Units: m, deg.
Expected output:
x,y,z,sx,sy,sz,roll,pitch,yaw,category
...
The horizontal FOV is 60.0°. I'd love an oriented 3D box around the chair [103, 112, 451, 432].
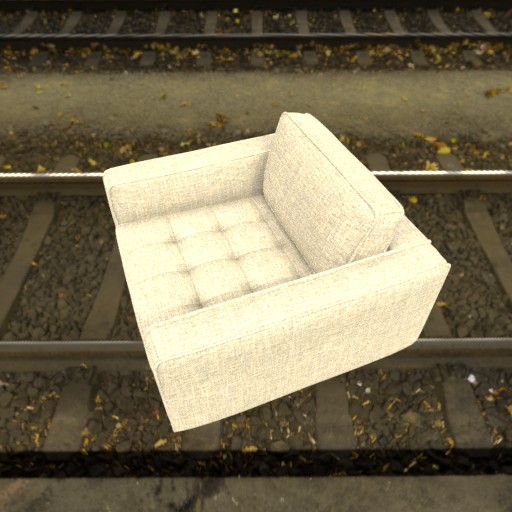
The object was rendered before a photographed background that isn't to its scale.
x,y,z,sx,sy,sz,roll,pitch,yaw,category
0.000,0.000,1.604,0.914,0.765,0.889,-16,48,-15,chair
